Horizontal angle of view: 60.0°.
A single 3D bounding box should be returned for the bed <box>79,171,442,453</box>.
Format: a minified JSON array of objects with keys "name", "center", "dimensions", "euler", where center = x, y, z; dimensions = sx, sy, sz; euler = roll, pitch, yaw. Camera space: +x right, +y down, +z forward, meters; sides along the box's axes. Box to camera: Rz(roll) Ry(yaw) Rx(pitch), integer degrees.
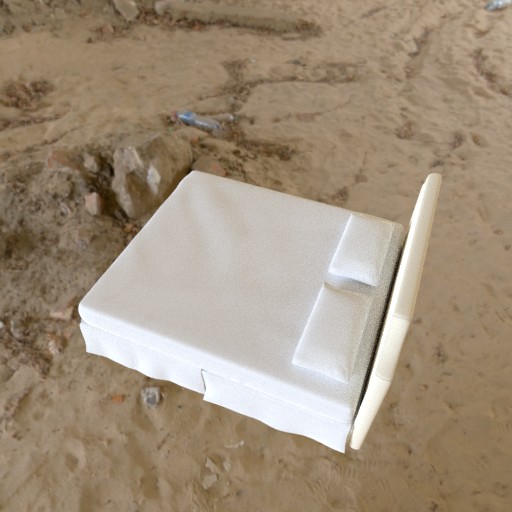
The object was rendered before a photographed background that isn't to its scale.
[{"name":"bed","center":[0.000,0.000,4.204],"dimensions":[2.773,1.590,2.350],"euler":[17,49,15]}]
